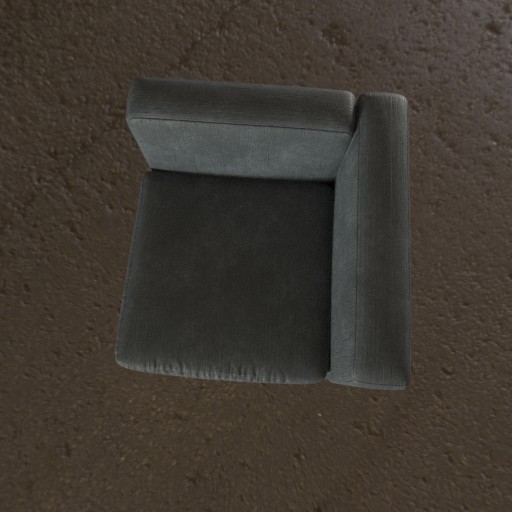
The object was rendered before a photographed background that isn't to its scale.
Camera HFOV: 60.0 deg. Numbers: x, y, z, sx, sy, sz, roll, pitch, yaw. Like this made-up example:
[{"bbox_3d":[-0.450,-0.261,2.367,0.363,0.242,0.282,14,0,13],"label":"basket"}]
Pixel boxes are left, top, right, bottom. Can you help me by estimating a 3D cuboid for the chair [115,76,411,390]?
[{"bbox_3d":[0.000,0.000,1.241,0.680,0.660,0.680,4,75,1],"label":"chair"}]
